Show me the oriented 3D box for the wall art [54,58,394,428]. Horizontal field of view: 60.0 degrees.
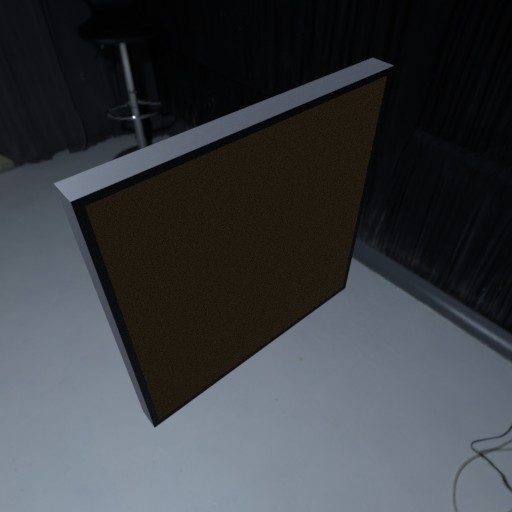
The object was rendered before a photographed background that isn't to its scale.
[{"bbox_3d":[0.000,0.000,0.739,0.509,0.509,0.040,-31,53,-27],"label":"wall art"}]
